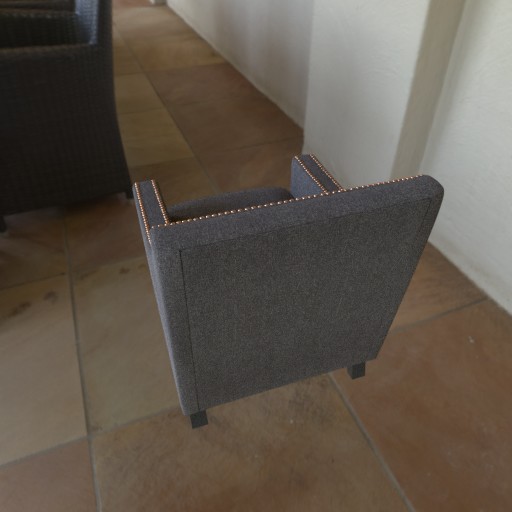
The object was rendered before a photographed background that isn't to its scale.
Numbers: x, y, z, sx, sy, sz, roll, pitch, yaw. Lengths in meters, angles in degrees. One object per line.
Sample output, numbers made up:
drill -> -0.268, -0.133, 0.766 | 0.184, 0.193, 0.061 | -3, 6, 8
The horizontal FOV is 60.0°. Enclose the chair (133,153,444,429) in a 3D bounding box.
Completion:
chair -> 0.000, 0.000, 1.671 | 0.776, 0.967, 0.884 | -12, 43, -14
